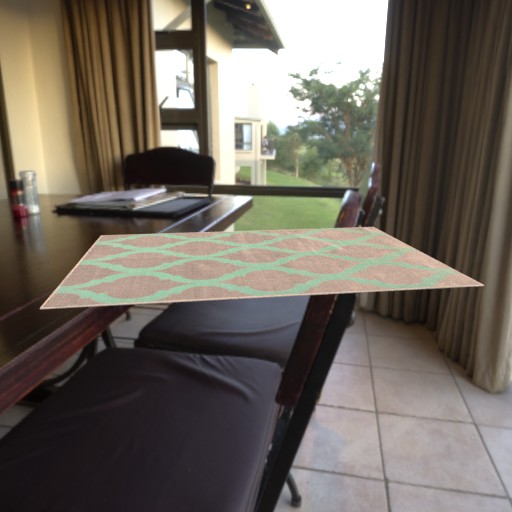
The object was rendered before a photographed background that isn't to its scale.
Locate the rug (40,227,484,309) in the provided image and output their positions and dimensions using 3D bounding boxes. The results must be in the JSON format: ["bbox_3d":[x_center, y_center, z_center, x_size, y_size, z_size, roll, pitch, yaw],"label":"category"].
[{"bbox_3d":[0.000,0.000,2.975,2.286,0.006,1.524,-2,16,-8],"label":"rug"}]
